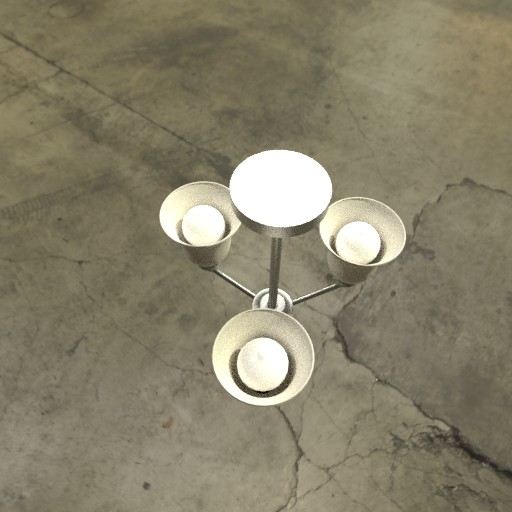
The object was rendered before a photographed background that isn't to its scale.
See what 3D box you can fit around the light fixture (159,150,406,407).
[{"bbox_3d":[0.000,0.000,0.689,0.354,0.370,0.388,33,63,20],"label":"light fixture"}]
